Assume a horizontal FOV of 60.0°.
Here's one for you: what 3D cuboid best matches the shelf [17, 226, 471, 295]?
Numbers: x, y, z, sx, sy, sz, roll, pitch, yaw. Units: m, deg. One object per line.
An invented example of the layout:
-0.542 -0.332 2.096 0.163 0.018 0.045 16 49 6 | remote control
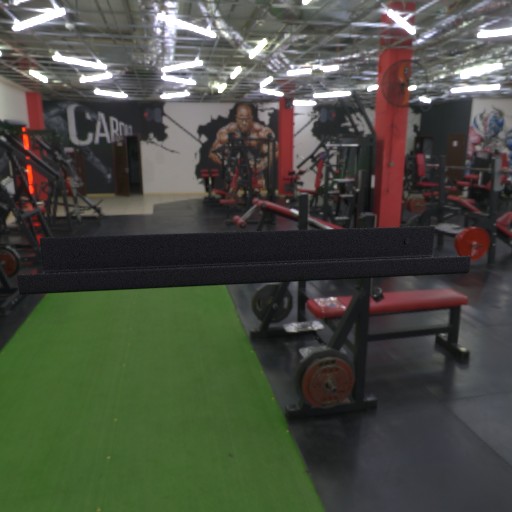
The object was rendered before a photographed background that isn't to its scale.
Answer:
0.000 0.000 0.633 0.605 0.053 0.102 -2 14 -9 | shelf
